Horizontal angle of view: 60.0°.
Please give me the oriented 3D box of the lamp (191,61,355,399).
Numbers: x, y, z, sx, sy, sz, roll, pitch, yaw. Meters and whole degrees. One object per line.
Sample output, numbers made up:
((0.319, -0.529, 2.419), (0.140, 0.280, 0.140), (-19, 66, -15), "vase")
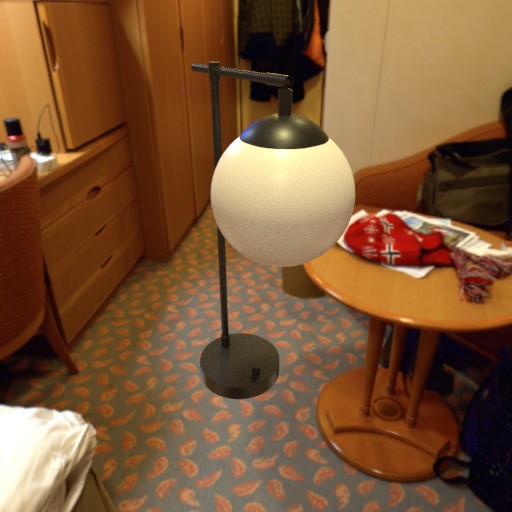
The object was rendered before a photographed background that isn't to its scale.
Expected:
((0.000, 0.000, 0.711), (0.197, 0.559, 0.316), (-20, 34, -33), "lamp")
